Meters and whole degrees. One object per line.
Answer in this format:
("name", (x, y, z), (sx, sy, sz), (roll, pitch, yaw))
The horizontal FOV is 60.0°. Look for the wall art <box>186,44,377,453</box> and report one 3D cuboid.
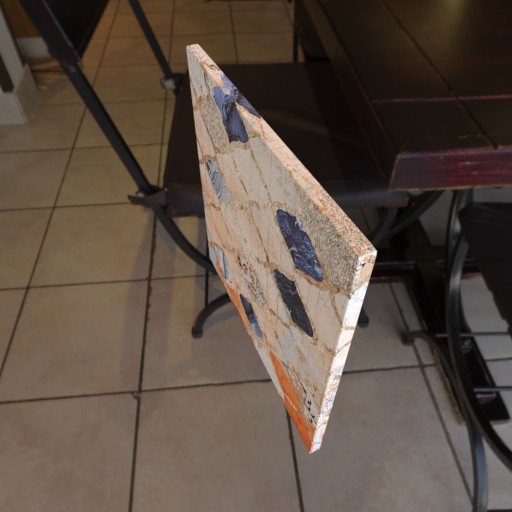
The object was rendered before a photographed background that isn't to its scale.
("wall art", (0.000, 0.000, 1.339), (0.039, 0.914, 0.912), (-18, 50, -16))
